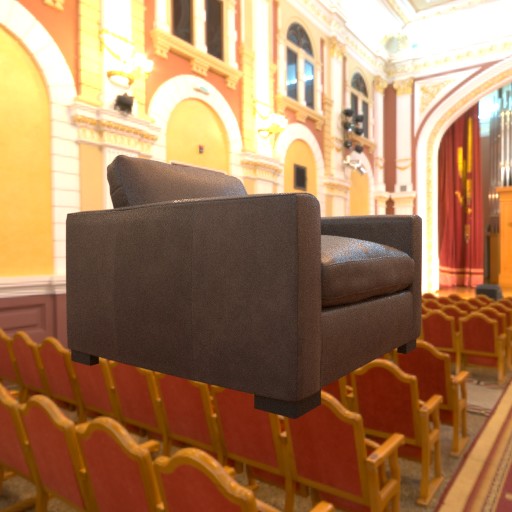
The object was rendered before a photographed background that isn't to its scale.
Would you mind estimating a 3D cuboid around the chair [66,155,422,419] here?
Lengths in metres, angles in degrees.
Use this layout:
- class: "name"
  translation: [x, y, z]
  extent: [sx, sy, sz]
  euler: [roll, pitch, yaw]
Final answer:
- class: "chair"
  translation: [0.000, 0.000, 1.802]
  extent: [1.069, 0.812, 1.100]
  euler: [1, 1, 36]
